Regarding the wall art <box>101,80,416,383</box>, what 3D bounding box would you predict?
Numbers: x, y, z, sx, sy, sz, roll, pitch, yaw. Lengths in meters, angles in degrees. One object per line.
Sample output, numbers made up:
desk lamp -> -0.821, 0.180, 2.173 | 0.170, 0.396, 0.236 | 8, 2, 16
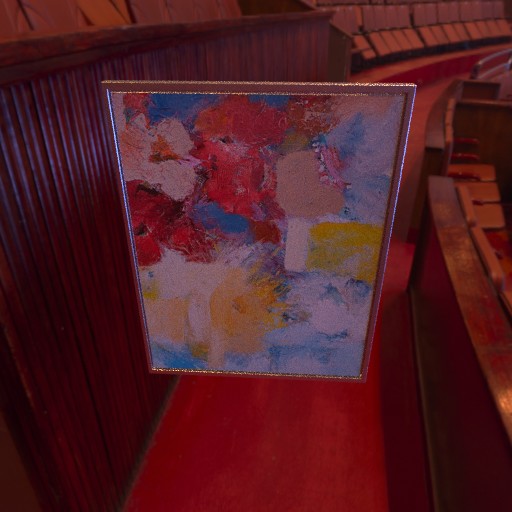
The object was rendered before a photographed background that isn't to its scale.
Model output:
wall art -> 0.000, 0.000, 1.420 | 0.816, 1.046, 0.030 | 2, 30, 3
